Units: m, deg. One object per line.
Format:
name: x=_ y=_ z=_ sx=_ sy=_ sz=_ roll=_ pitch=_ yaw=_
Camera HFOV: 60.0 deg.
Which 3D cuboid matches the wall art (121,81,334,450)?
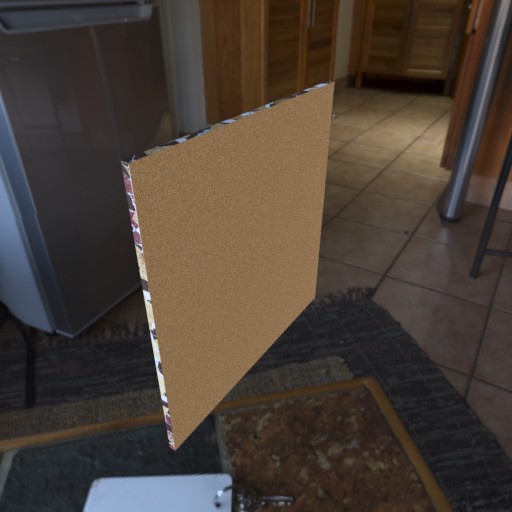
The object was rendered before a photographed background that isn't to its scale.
wall art: x=0.000 y=0.000 z=0.631 sx=0.010 sy=0.406 sz=0.404 roll=20 pitch=38 yaw=28
